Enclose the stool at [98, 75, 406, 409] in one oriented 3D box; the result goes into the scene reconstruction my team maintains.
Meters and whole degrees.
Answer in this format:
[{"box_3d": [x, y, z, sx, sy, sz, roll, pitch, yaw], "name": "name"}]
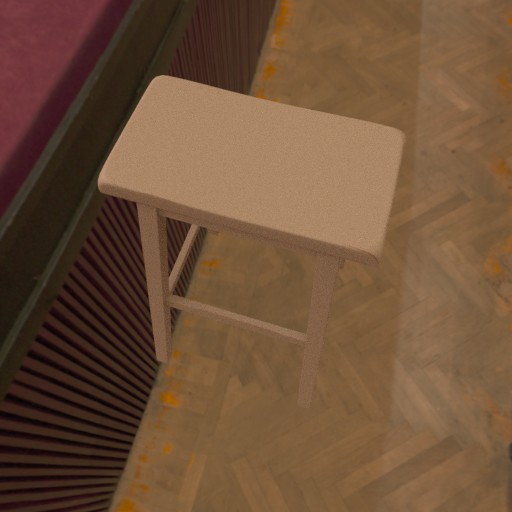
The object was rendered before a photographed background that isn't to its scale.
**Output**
[{"box_3d": [0.000, 0.000, 1.030, 0.457, 0.737, 0.476, 15, 65, 7], "name": "stool"}]
